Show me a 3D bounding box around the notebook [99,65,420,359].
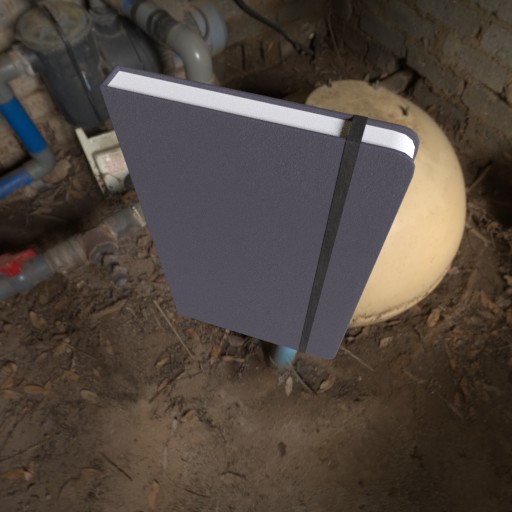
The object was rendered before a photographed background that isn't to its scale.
[{"bbox_3d":[0.000,0.000,0.259,0.127,0.213,0.016,15,59,10],"label":"notebook"}]
